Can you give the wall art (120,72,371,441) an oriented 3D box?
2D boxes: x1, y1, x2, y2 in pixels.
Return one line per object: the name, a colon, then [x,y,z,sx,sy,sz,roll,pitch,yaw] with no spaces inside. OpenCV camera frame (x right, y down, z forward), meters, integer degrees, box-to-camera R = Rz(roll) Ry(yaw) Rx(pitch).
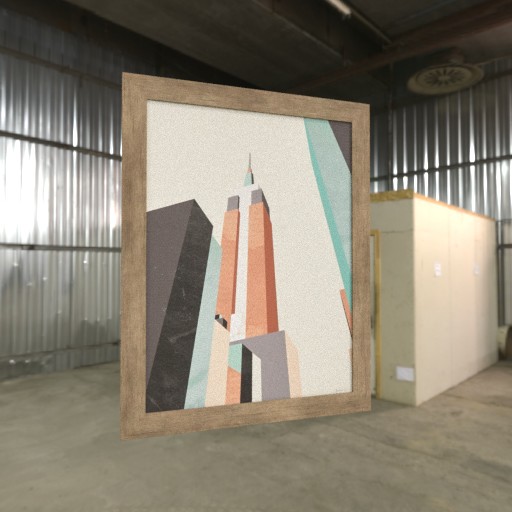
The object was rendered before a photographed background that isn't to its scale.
wall art: [0.000,0.000,0.917,0.534,0.686,0.018,0,-1,-18]
